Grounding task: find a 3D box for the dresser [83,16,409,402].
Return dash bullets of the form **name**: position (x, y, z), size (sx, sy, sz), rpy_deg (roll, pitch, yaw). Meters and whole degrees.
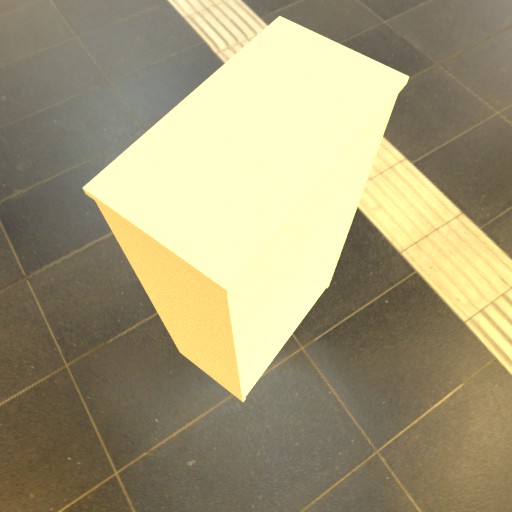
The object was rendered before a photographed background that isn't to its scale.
- **dresser**: position (0.000, 0.000, 1.553), size (0.399, 1.255, 0.704), rpy_deg (34, 67, 16)
